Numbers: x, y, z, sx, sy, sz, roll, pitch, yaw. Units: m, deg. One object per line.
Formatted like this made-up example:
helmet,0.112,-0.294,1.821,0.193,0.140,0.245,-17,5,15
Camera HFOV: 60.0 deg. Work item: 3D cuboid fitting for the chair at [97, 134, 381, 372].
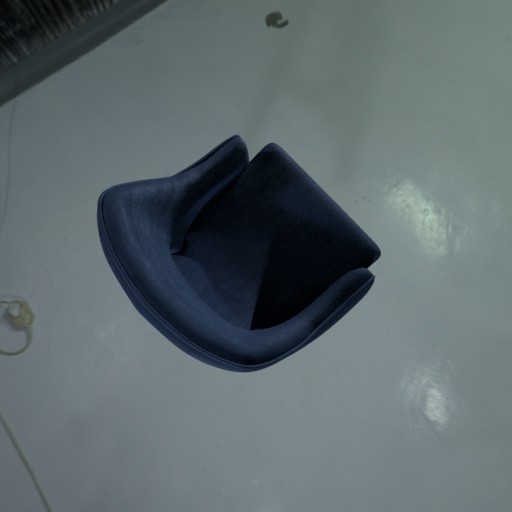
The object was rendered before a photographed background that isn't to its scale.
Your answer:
chair,0.000,0.000,1.238,0.591,0.844,0.559,-41,80,-9
